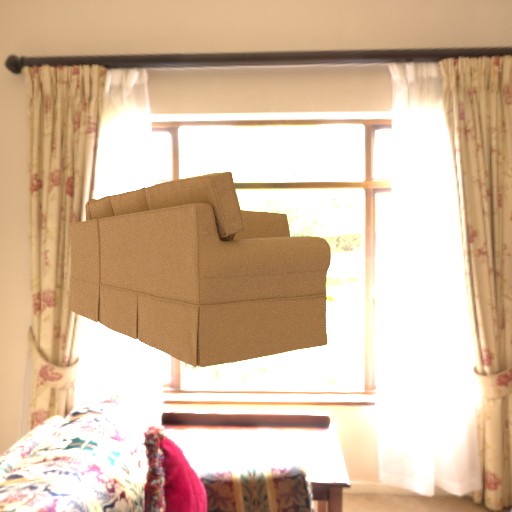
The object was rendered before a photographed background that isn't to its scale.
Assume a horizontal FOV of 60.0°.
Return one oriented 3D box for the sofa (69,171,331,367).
[{"bbox_3d":[0.000,0.000,4.205,2.733,1.124,2.730,-1,2,-36],"label":"sofa"}]
